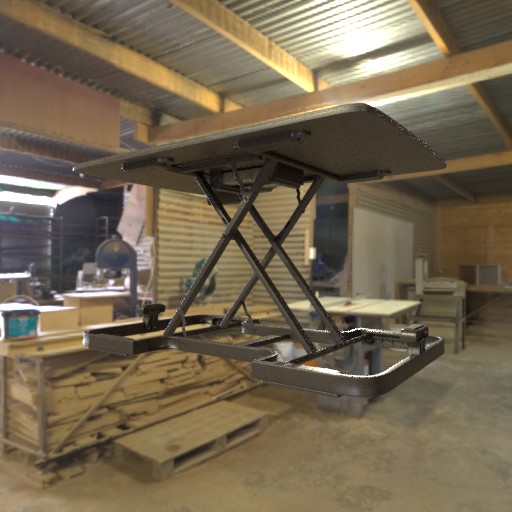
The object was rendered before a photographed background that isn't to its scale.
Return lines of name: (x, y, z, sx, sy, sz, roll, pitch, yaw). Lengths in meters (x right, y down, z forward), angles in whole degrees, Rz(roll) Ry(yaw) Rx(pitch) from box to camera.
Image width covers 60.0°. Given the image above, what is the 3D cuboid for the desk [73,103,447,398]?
desk: (0.000, 0.000, 1.124, 0.820, 0.470, 0.546, 0, -1, 36)
